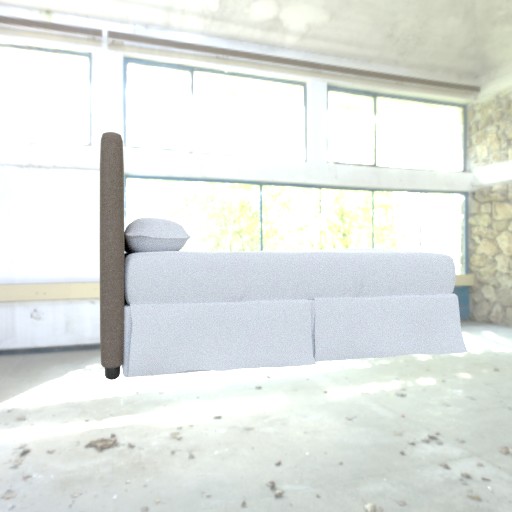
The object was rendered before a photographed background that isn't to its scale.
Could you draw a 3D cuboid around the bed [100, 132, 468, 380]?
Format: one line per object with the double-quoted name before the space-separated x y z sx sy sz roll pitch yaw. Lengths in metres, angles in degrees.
"bed" 0.000 0.000 3.573 2.341 1.317 2.119 0 0 -18
